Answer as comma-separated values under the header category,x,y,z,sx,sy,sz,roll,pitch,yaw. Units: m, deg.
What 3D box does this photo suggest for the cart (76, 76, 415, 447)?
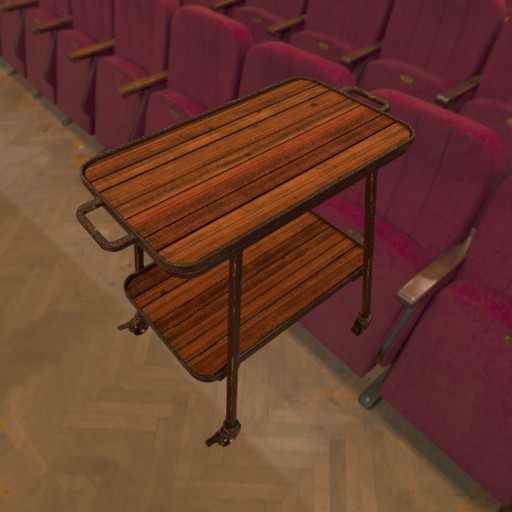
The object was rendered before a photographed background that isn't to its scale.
category,x,y,z,sx,sy,sz,roll,pitch,yaw
cart,0.000,0.000,1.240,0.806,0.700,0.515,-32,54,-26
